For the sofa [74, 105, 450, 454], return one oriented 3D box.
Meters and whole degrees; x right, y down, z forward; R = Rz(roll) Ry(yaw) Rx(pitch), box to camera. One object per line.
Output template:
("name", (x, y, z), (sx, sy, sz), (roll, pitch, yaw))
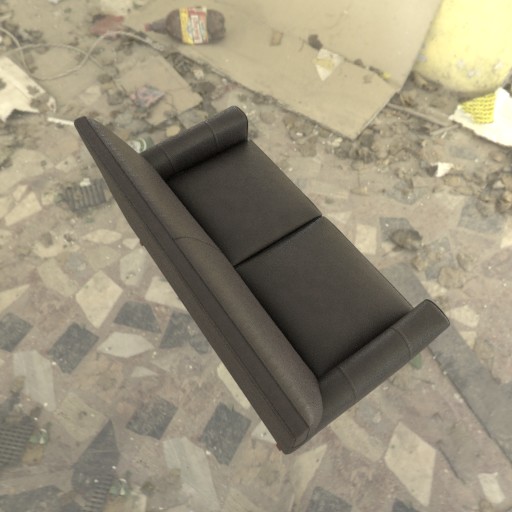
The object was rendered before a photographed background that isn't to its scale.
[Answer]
("sofa", (0.000, 0.000, 1.960), (0.787, 0.871, 1.473), (-31, 64, -17))
